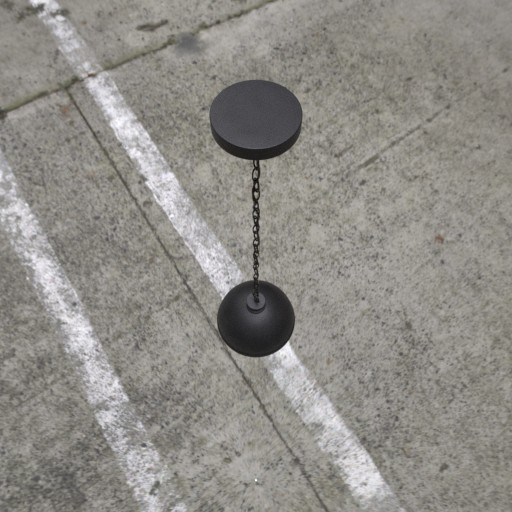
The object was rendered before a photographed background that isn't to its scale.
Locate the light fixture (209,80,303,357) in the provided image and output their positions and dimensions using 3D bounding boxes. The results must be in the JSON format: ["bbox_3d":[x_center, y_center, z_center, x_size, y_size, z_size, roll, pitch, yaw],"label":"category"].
[{"bbox_3d":[0.000,0.000,1.246,0.304,1.090,0.304,-31,67,-14],"label":"light fixture"}]
